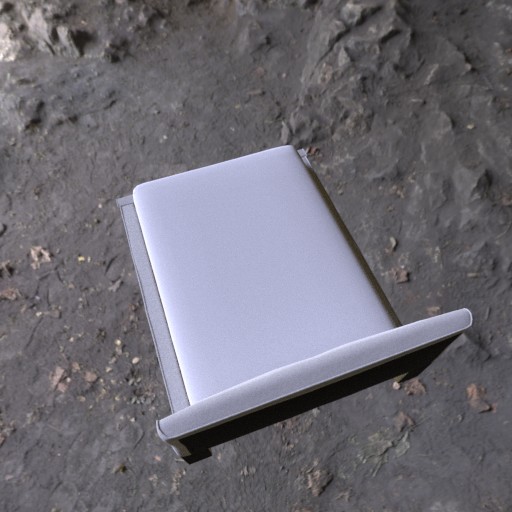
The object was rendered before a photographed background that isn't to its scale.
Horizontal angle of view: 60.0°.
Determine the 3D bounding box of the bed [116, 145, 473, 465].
[{"bbox_3d":[0.000,0.000,3.327,1.840,1.067,2.368,-17,60,-10],"label":"bed"}]
